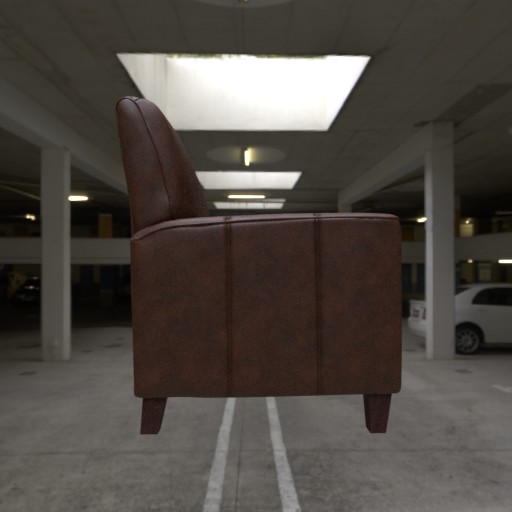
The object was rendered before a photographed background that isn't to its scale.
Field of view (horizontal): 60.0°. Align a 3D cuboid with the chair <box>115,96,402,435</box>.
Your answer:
[{"bbox_3d":[0.000,0.000,1.623,0.850,1.010,0.839,0,0,-1],"label":"chair"}]
